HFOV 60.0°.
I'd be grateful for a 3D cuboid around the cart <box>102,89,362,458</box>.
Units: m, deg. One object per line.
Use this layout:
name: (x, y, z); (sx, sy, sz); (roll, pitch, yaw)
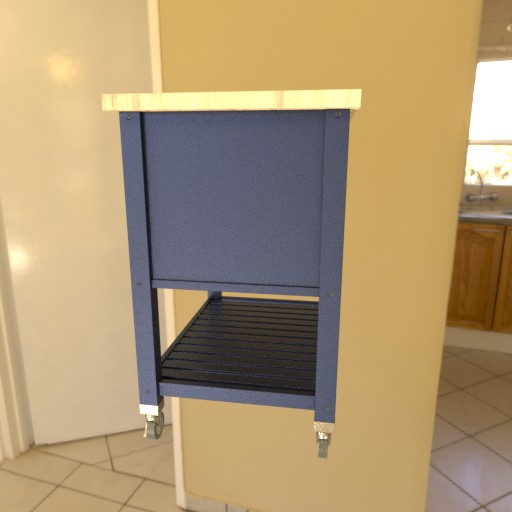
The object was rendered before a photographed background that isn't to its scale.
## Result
cart: (0.000, 0.000, 1.438); (0.567, 0.920, 0.797); (2, 14, 9)
